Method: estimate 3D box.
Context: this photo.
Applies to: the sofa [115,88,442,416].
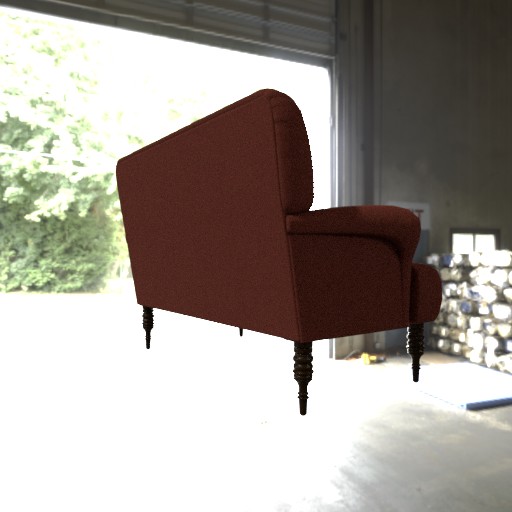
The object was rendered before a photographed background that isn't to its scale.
[{"bbox_3d":[0.000,0.000,1.816,0.779,0.889,1.297,0,0,-37],"label":"sofa"}]
